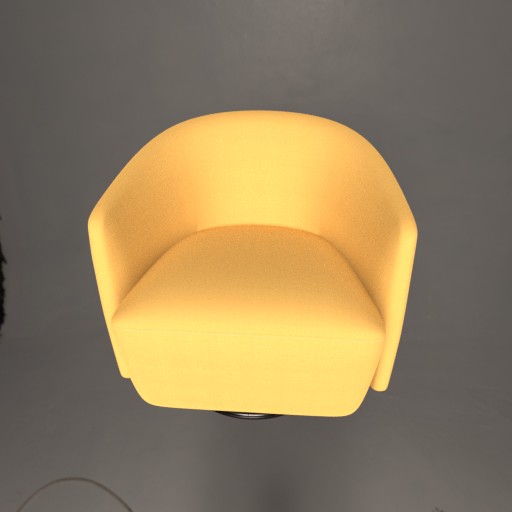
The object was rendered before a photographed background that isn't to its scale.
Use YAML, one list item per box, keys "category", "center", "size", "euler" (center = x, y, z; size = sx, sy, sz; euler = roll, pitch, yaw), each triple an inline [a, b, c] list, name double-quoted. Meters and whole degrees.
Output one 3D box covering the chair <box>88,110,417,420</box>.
- category: "chair"
  center: [0.000, 0.000, 1.336]
  size: [0.773, 0.698, 0.767]
  euler: [2, 31, 3]
